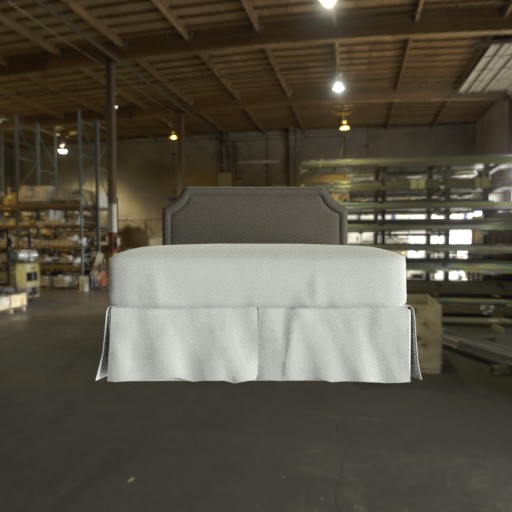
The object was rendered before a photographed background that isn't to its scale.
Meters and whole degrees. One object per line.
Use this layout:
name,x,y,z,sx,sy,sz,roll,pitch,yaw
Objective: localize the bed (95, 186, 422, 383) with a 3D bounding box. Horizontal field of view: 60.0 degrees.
bed,0.000,0.000,3.342,1.831,1.297,2.181,0,2,-1
